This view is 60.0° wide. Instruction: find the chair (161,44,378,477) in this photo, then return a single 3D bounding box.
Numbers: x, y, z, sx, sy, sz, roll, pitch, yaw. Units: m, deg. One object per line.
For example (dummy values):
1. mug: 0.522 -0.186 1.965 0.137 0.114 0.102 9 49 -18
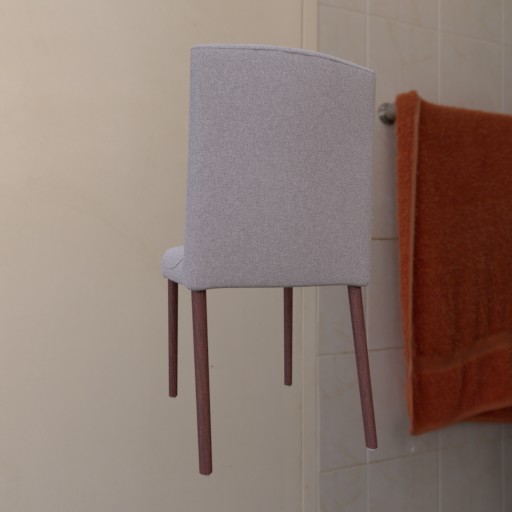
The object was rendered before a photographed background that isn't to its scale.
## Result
1. chair: 0.000 0.000 1.174 0.456 0.859 0.570 0 0 -18
